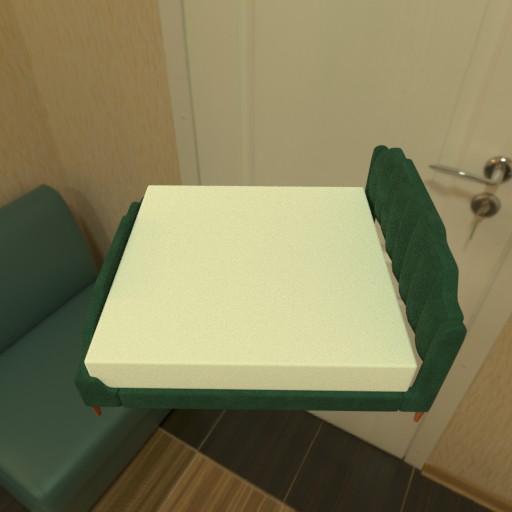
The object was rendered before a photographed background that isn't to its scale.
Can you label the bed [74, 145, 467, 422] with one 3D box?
[{"bbox_3d":[0.000,0.000,3.432,2.340,1.245,2.074,1,41,1],"label":"bed"}]
